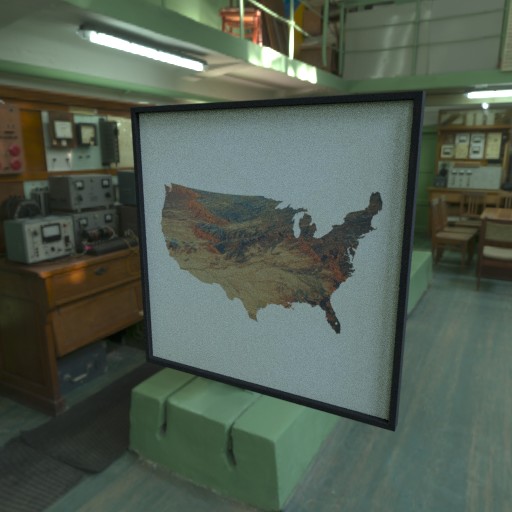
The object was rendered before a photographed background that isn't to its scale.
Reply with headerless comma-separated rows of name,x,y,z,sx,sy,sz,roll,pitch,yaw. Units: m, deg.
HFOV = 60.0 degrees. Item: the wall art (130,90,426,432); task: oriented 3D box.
wall art,0.000,0.000,1.148,0.762,0.762,0.038,7,15,27
